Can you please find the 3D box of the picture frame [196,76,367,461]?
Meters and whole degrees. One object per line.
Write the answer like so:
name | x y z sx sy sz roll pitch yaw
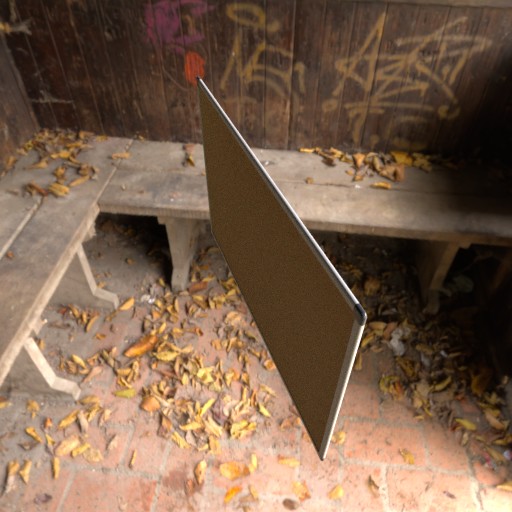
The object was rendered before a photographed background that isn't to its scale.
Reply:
picture frame | 0.000 0.000 1.172 0.010 0.600 0.900 -16 48 -15
